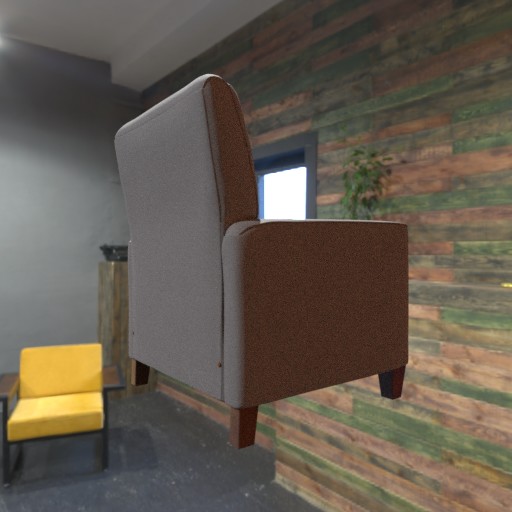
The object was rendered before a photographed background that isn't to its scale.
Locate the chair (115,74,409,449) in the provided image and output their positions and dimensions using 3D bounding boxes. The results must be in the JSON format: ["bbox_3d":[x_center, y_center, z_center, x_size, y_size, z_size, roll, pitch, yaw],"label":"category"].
[{"bbox_3d":[0.000,0.000,1.673,0.859,1.023,0.845,0,0,-37],"label":"chair"}]
